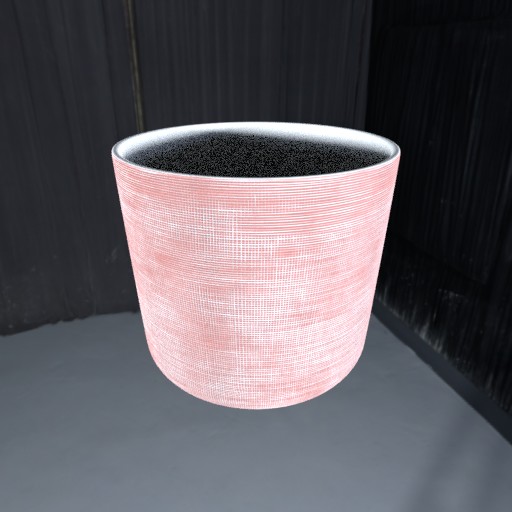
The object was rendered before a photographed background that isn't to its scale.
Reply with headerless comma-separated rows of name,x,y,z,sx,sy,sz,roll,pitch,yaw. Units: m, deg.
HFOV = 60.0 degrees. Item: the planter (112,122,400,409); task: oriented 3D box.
planter,0.000,0.000,0.787,0.440,0.398,0.440,0,25,0
